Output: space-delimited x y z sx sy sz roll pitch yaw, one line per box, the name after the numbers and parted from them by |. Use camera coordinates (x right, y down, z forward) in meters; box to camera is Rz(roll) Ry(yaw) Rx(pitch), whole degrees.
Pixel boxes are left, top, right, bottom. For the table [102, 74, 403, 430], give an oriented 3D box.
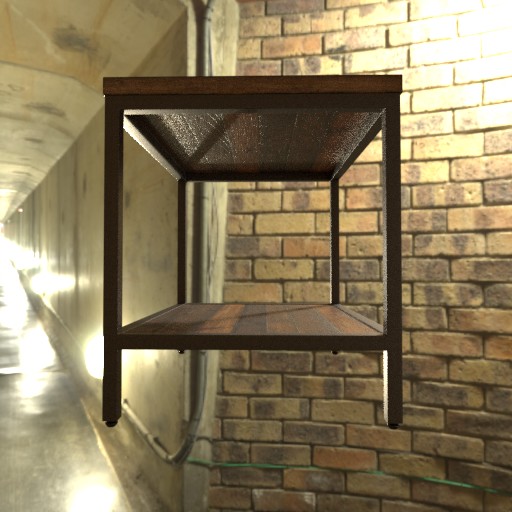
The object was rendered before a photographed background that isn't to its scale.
0.000 0.000 1.103 0.524 0.612 0.678 0 -1 1 | table
